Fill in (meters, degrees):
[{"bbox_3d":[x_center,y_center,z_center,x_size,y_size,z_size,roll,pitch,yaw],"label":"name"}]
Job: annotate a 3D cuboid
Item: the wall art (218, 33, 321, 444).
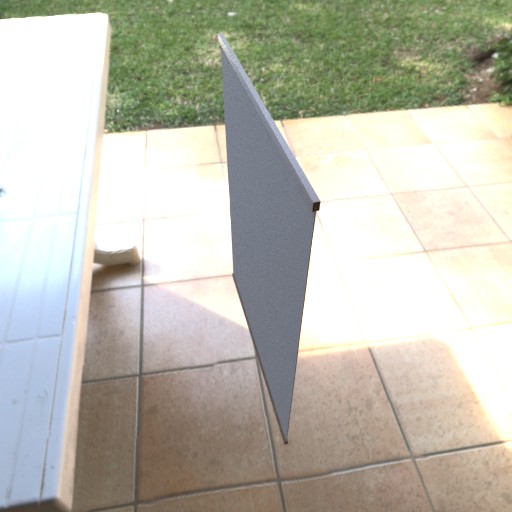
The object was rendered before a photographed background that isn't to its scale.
[{"bbox_3d":[0.000,0.000,1.338,0.013,1.016,0.758,-11,47,-10],"label":"wall art"}]
